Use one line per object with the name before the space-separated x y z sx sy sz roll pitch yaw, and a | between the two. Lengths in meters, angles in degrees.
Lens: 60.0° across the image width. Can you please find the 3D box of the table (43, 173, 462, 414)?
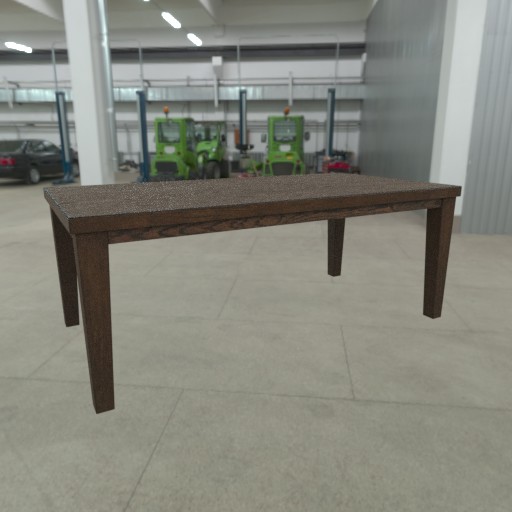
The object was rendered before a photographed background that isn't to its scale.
table | 0.000 0.000 2.452 1.981 0.762 1.016 -8 17 -28
